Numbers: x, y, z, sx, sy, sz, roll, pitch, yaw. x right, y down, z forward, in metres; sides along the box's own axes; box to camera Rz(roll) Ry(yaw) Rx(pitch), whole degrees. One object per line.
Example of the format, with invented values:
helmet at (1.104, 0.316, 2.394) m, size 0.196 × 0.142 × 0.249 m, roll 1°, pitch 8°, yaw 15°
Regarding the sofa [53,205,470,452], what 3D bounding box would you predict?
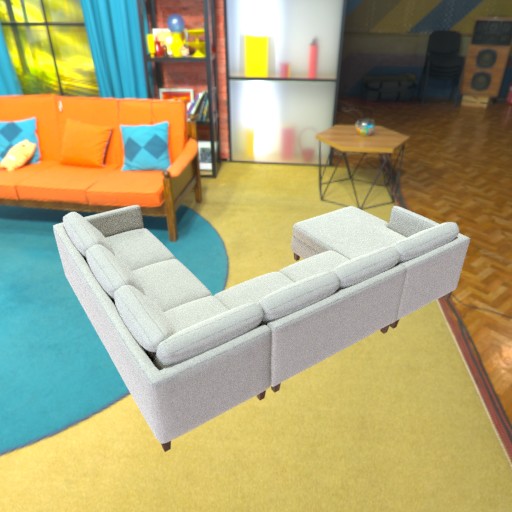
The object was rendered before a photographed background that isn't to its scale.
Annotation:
sofa at (0.000, 0.000, 4.426) m, size 3.238 × 0.853 × 2.551 m, roll -19°, pitch 36°, yaw -29°
